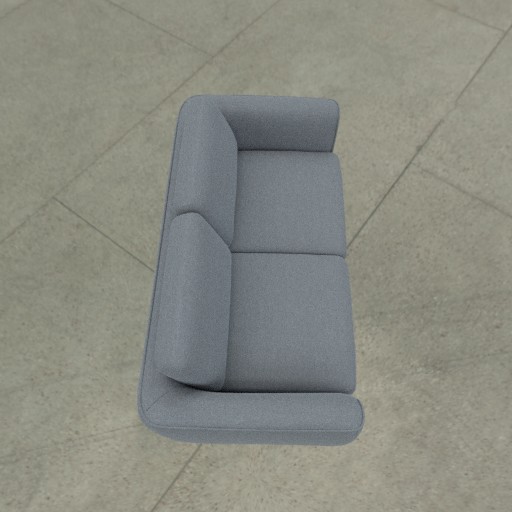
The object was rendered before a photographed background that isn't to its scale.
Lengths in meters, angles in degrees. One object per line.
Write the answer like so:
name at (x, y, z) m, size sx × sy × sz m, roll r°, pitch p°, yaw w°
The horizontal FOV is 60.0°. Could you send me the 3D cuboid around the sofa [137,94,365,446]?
sofa at (0.000, 0.000, 2.171) m, size 0.920 × 0.850 × 1.700 m, roll 1°, pitch 63°, yaw 1°
